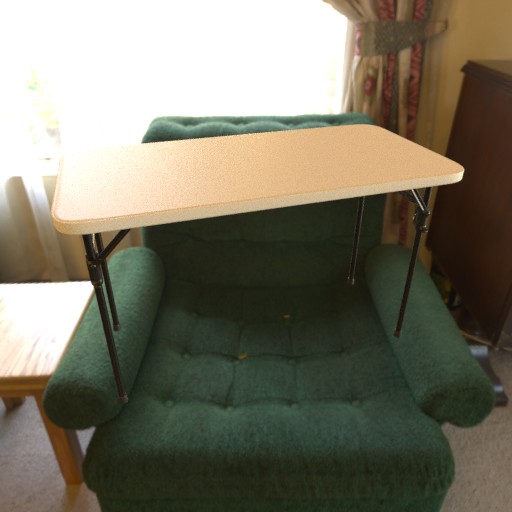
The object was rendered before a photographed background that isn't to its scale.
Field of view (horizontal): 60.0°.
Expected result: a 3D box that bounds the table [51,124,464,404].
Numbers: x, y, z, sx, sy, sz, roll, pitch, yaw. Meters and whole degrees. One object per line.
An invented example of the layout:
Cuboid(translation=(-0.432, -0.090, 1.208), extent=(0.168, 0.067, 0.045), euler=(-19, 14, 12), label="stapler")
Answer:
Cuboid(translation=(0.000, 0.000, 1.631), extent=(1.219, 0.729, 0.610), euler=(-10, 32, -15), label="table")
